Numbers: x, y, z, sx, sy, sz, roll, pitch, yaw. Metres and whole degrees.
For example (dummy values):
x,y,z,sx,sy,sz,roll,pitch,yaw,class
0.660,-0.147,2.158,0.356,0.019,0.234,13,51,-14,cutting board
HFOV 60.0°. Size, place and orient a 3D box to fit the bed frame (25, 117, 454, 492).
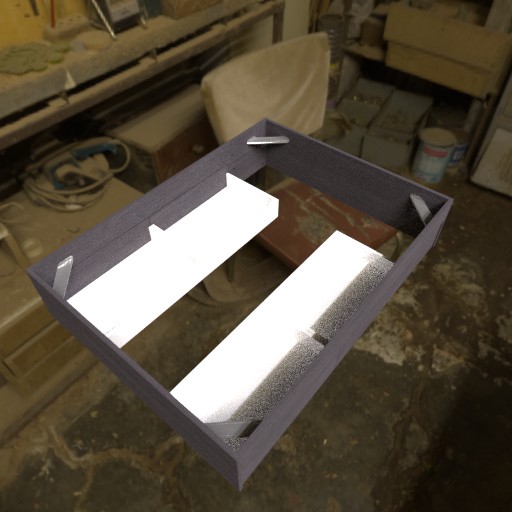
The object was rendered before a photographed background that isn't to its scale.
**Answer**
x,y,z,sx,sy,sz,roll,pitch,yaw,class
0.000,0.000,2.596,1.448,0.459,1.944,32,55,26,bed frame
